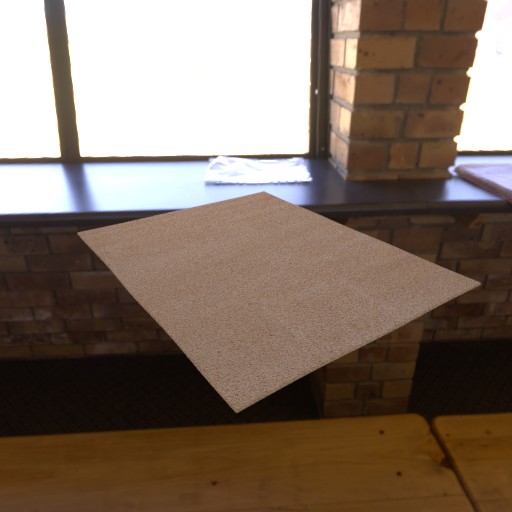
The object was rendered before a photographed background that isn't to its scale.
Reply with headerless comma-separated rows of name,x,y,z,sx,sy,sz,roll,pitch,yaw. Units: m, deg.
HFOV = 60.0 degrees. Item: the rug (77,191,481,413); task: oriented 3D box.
rug,0.000,0.000,4.112,2.400,0.025,3.000,-17,31,-31
